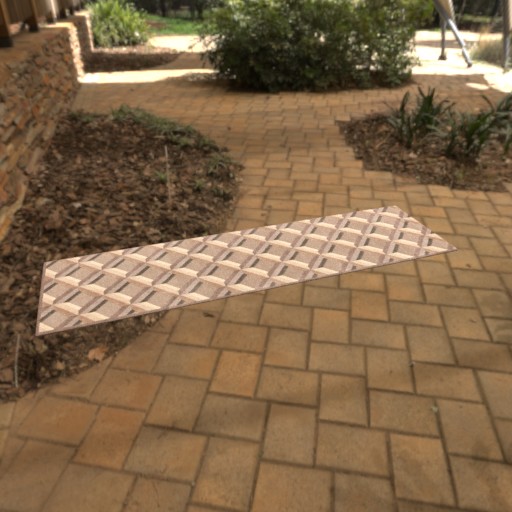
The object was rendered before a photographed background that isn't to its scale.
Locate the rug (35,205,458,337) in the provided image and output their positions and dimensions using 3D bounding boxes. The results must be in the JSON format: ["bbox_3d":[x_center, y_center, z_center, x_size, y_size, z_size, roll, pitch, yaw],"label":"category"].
[{"bbox_3d":[0.000,0.000,2.700,2.437,0.013,0.685,-10,33,-16],"label":"rug"}]
